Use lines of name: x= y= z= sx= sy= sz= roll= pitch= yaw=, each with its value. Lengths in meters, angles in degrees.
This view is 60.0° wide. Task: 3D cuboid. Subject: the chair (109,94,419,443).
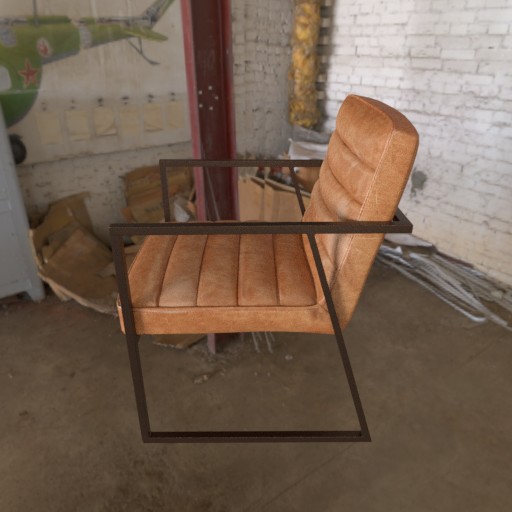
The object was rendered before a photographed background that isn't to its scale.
chair: x=0.000 y=0.000 z=1.254 sx=0.677 sy=0.832 sz=0.571 roll=0 pitch=26 yaw=0
